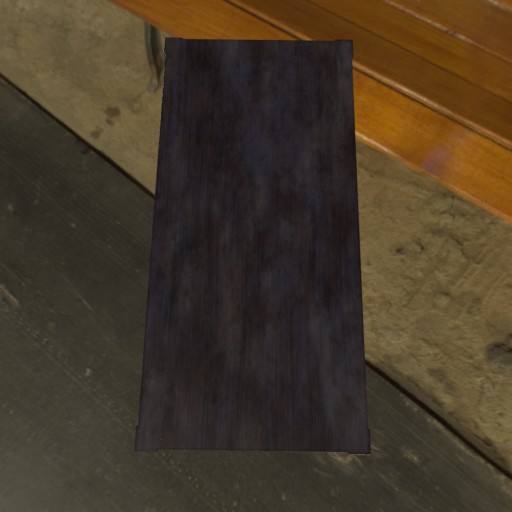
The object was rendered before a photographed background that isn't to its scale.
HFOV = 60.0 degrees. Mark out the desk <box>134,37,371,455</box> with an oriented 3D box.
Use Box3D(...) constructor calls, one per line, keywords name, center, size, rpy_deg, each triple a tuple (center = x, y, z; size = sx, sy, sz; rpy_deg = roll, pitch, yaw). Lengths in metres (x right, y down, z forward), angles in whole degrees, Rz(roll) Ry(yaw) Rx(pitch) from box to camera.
Box3D(name="desk", center=(0.000, 0.000, 1.748), size=(0.630, 0.861, 1.289), rpy_deg=(1, 76, 0))
